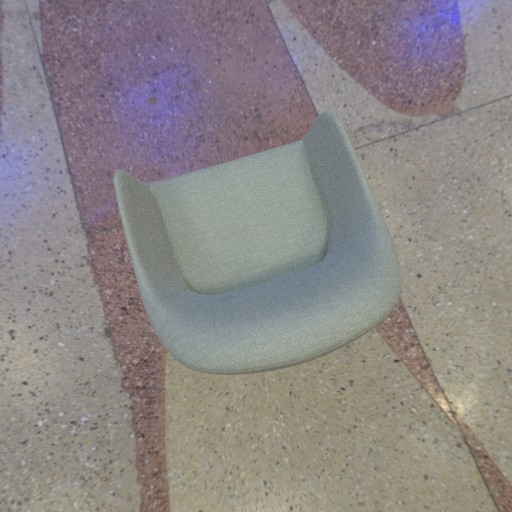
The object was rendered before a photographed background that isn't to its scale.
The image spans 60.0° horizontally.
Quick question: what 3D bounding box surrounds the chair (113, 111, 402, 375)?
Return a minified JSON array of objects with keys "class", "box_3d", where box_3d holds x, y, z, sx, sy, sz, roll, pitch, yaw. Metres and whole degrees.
[{"class":"chair","box_3d":[0.000,0.000,1.153,0.540,0.780,0.570,-17,77,-4]}]
